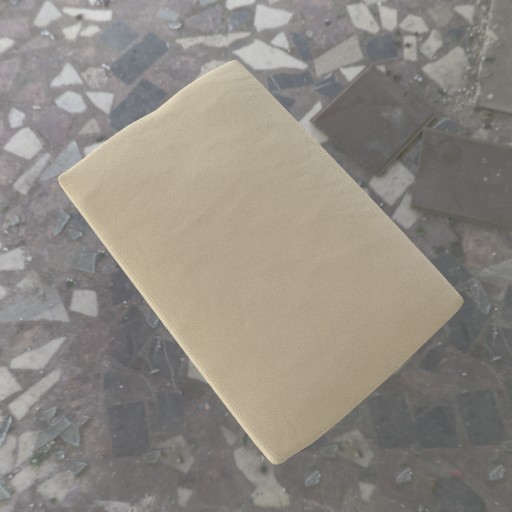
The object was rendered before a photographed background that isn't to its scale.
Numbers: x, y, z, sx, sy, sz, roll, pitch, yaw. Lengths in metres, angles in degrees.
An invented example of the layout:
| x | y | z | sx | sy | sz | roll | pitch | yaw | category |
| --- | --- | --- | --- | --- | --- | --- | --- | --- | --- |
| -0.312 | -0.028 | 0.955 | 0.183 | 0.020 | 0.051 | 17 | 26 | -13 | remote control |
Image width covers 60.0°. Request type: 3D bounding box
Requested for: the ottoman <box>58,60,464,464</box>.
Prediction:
| x | y | z | sx | sy | sz | roll | pitch | yaw | category |
| --- | --- | --- | --- | --- | --- | --- | --- | --- | --- |
| 0.000 | 0.000 | 1.196 | 0.590 | 0.444 | 0.872 | -38 | 78 | -10 | ottoman |
